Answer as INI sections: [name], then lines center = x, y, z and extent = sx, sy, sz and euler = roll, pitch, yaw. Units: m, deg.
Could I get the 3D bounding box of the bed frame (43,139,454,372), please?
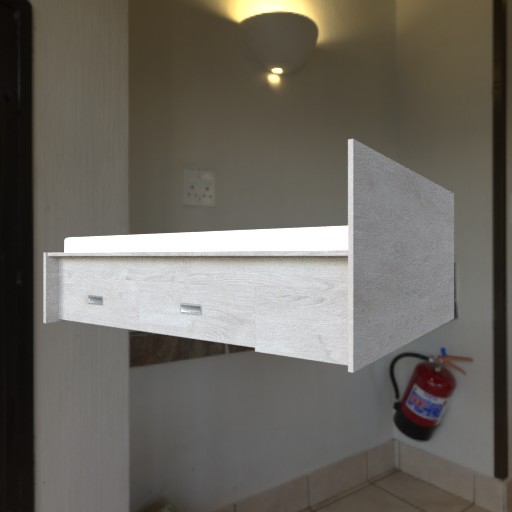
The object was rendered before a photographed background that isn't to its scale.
[bed frame]
center = 0.000, 0.000, 2.742
extent = 1.960, 0.800, 1.622
euler = 0, 0, 35
